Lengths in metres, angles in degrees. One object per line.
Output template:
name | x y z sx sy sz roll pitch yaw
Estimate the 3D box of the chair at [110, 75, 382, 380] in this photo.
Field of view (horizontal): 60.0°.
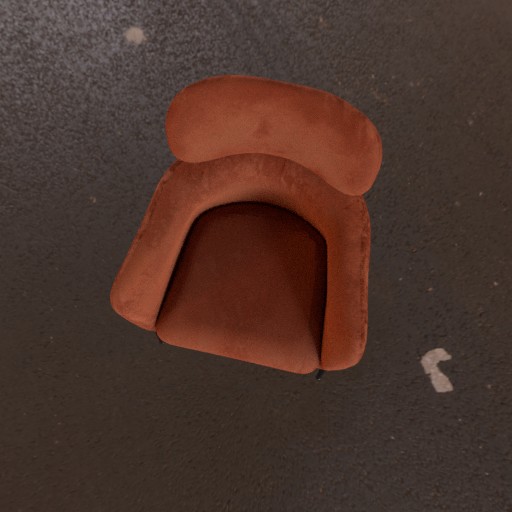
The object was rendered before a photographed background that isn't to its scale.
chair | 0.000 0.000 1.137 0.561 0.772 0.523 12 75 3
